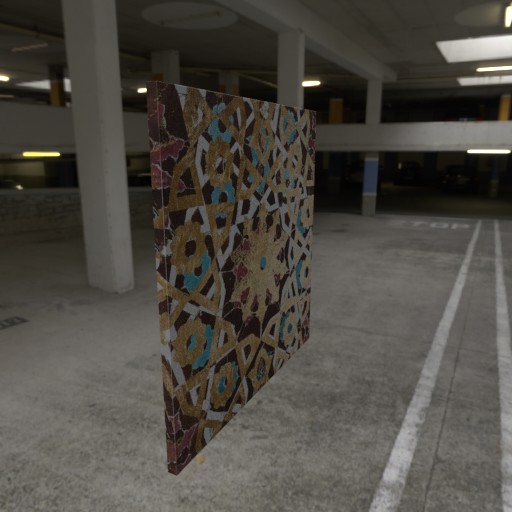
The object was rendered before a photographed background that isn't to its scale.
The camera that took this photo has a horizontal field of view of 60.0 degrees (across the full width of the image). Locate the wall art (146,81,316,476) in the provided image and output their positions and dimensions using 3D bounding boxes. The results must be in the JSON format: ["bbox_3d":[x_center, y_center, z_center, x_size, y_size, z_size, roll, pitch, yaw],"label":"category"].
[{"bbox_3d":[0.000,0.000,1.150,0.028,0.762,0.757,7,16,27],"label":"wall art"}]
